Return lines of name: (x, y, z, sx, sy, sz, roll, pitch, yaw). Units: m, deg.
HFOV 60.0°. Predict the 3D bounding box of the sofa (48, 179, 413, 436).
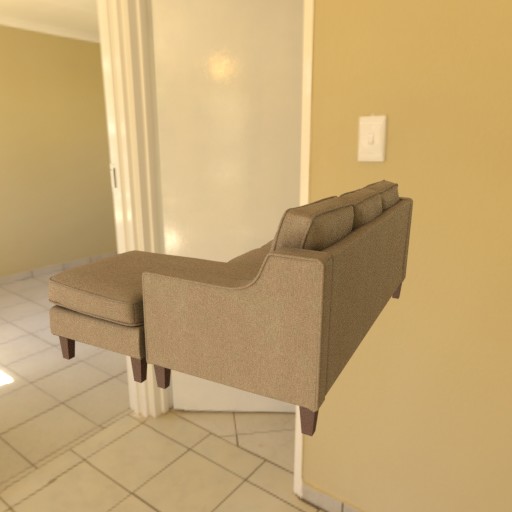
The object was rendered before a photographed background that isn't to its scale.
sofa: (0.000, 0.000, 3.333, 1.858, 1.081, 2.317, 8, 17, 26)
